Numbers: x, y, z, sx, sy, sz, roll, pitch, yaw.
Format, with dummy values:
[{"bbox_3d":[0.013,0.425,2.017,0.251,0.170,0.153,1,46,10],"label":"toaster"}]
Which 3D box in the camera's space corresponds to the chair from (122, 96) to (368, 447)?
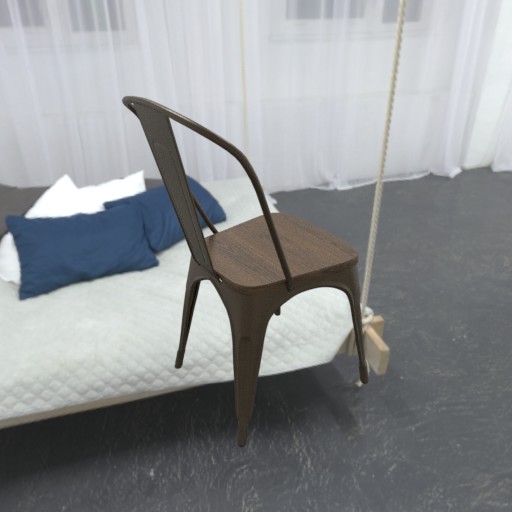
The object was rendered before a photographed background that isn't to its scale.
[{"bbox_3d":[0.000,0.000,1.173,0.532,0.844,0.451,-19,34,-31],"label":"chair"}]
